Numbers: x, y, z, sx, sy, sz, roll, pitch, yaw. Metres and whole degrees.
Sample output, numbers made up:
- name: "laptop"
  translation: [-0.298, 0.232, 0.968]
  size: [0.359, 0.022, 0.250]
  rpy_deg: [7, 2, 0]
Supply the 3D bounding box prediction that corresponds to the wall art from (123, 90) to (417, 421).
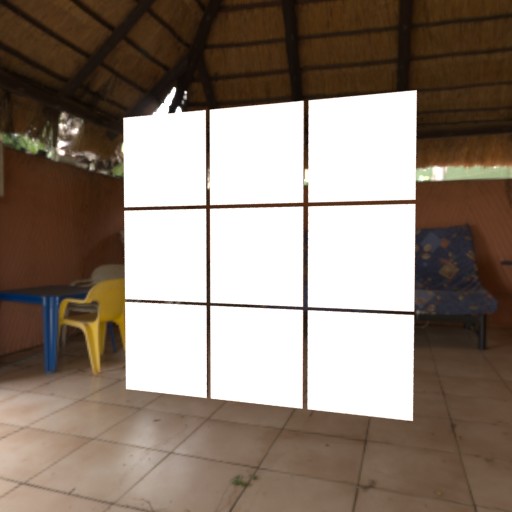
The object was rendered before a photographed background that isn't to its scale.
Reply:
- name: "wall art"
  translation: [0.000, 0.000, 1.860]
  size: [1.256, 1.246, 0.017]
  rpy_deg: [1, 2, 17]
